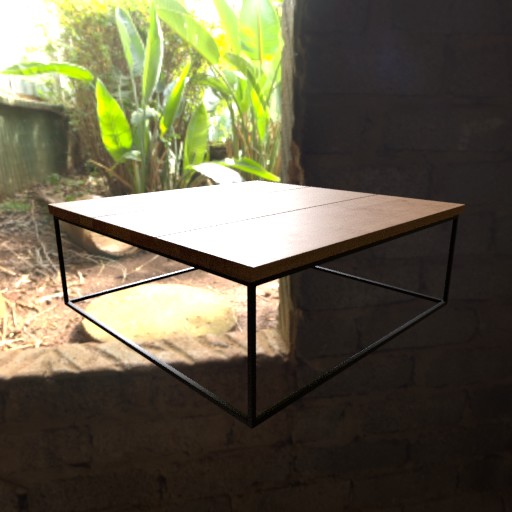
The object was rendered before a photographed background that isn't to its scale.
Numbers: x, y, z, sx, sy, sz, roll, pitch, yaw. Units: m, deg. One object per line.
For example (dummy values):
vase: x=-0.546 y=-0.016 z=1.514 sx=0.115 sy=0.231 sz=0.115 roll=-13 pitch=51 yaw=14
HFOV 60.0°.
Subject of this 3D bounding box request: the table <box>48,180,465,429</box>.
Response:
table: x=0.000 y=0.000 z=1.706 sx=1.100 sy=0.400 sz=1.100 roll=-15 pitch=22 yaw=-43
